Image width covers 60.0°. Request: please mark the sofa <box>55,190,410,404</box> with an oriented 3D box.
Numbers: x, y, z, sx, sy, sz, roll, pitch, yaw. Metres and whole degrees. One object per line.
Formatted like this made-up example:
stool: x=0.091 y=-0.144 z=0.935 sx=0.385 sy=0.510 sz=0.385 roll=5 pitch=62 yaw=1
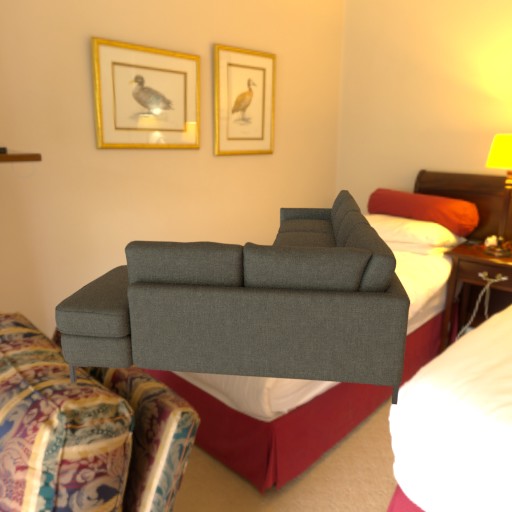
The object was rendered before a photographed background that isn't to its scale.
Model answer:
sofa: x=0.000 y=0.000 z=3.803 sx=1.984 sy=0.858 sz=2.972 roll=2 pitch=15 yaw=7
